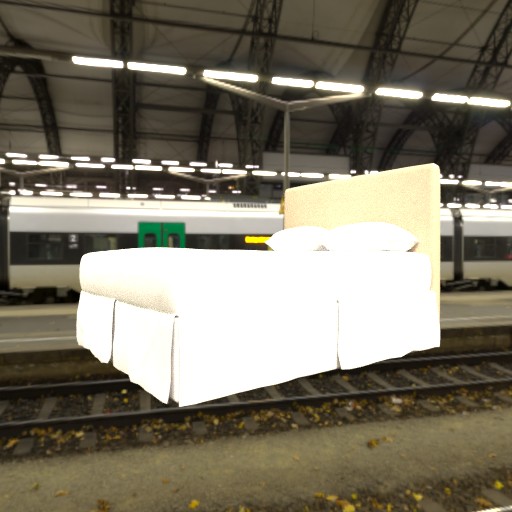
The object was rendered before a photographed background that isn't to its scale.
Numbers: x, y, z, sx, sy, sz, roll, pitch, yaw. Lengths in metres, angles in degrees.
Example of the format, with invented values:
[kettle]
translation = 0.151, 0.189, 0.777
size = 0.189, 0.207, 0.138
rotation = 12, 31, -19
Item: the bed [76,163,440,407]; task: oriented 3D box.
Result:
[bed]
translation = 0.000, 0.000, 3.189
size = 2.142, 1.330, 1.723
rotation = 0, 1, -36
